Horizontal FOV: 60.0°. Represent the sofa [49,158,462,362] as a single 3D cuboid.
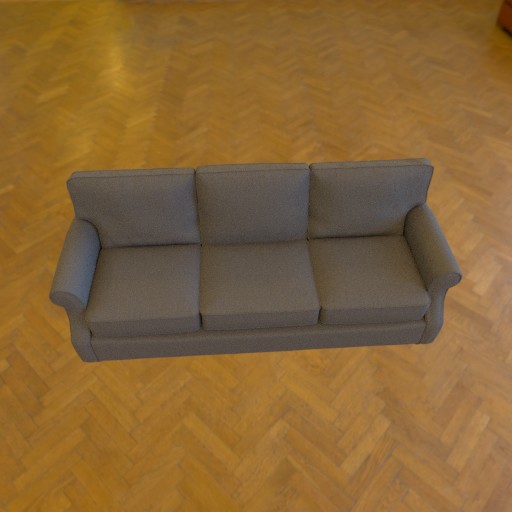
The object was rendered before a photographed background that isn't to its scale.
[{"bbox_3d":[0.000,0.000,2.799,2.353,0.948,0.966,-3,46,-2],"label":"sofa"}]
